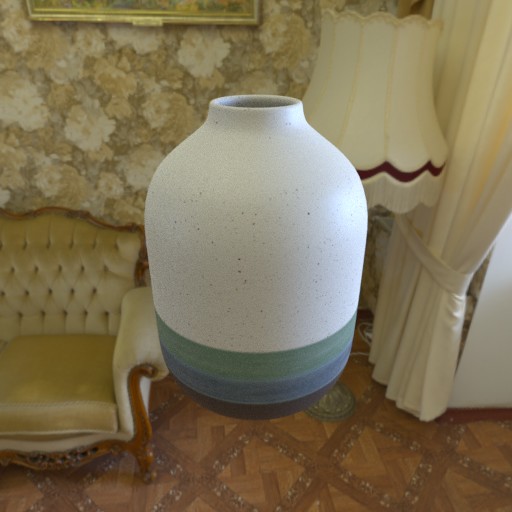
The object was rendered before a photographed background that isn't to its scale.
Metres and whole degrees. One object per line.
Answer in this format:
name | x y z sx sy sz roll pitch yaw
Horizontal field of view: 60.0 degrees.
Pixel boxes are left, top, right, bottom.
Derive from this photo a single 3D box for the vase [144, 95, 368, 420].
vase | 0.000 0.000 0.360 0.169 0.240 0.169 0 27 0
